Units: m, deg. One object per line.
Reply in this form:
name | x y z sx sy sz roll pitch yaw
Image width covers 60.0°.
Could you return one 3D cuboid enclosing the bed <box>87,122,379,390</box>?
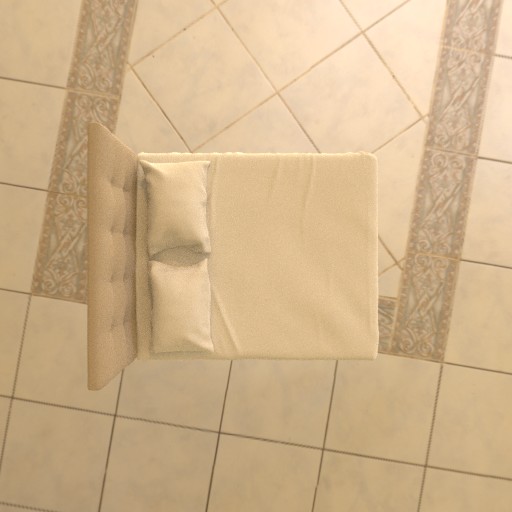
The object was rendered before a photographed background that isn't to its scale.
bed | 0.000 0.000 3.456 2.222 1.577 1.936 0 90 0
